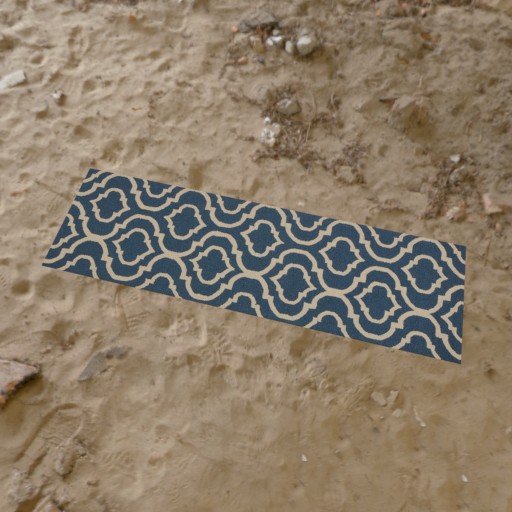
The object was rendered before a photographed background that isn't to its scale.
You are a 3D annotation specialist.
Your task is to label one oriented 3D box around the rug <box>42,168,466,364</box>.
[{"bbox_3d":[0.000,0.000,2.499,2.296,0.006,0.685,12,65,6],"label":"rug"}]
